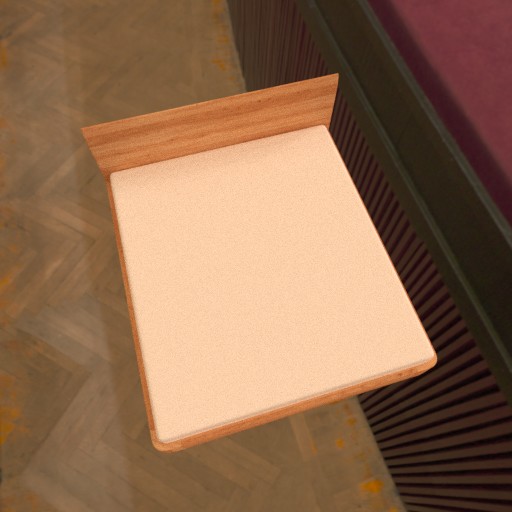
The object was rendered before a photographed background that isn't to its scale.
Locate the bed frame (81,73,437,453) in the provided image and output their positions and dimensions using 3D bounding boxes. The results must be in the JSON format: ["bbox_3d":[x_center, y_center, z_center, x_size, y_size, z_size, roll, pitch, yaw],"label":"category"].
[{"bbox_3d":[0.000,0.000,3.101,1.872,0.940,2.092,-15,64,-7],"label":"bed frame"}]
